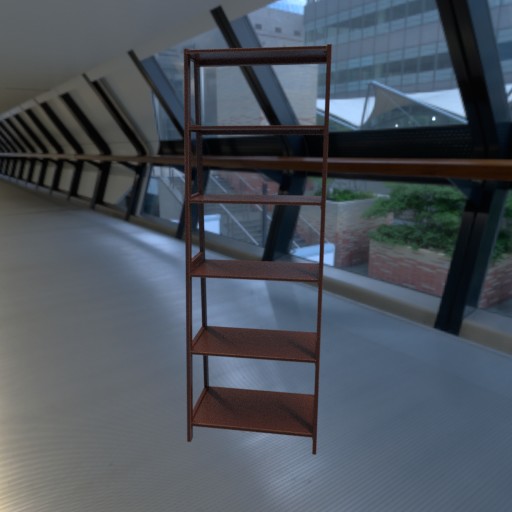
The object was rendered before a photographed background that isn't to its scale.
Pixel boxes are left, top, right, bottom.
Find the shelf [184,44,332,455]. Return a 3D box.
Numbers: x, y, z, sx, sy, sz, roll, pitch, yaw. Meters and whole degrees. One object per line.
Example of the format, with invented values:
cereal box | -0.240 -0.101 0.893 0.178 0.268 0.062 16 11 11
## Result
shelf | 0.000 0.000 2.172 0.660 1.892 0.381 2 14 8
